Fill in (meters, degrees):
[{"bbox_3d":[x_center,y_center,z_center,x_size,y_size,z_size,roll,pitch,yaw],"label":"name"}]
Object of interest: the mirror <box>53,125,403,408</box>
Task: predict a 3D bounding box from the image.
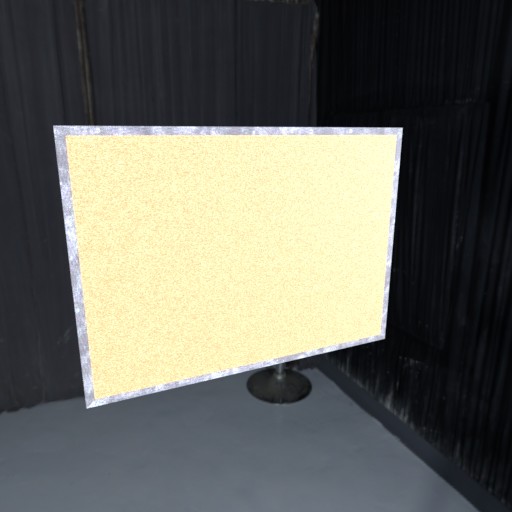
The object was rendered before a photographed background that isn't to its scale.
[{"bbox_3d":[0.000,0.000,1.422,1.101,0.795,0.022,-7,17,-24],"label":"mirror"}]
